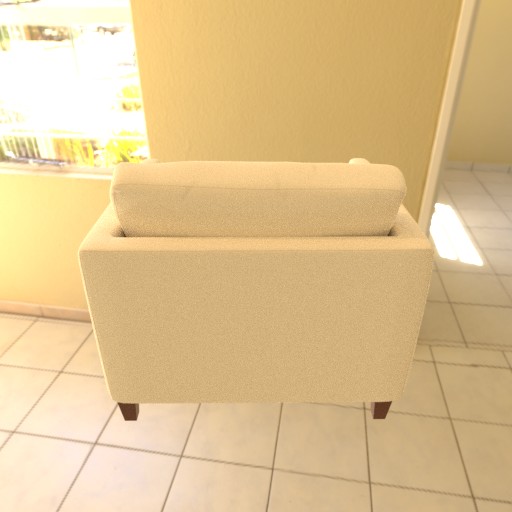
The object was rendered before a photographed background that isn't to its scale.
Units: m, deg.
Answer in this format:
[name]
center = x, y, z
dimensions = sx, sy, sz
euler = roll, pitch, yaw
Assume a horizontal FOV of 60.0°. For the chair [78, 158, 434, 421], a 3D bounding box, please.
[chair]
center = 0.000, 0.000, 1.703
dimensions = 1.019, 0.885, 0.878
euler = 0, 29, 0
